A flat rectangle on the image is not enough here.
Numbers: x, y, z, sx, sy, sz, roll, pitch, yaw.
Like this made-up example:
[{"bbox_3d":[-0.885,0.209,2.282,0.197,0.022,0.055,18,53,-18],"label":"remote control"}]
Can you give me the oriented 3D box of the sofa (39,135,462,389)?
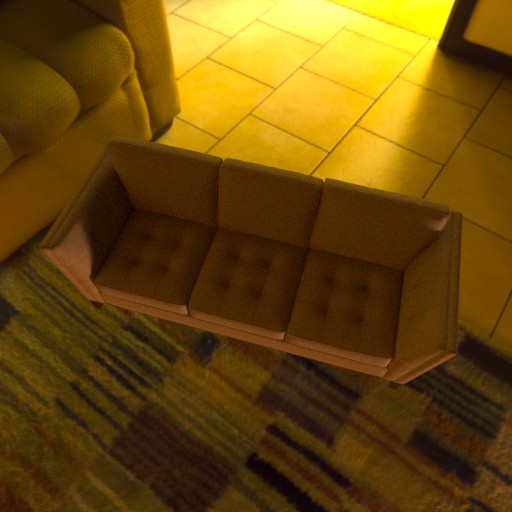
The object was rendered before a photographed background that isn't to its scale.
[{"bbox_3d":[0.000,0.000,2.915,2.388,0.940,0.965,13,59,8],"label":"sofa"}]
